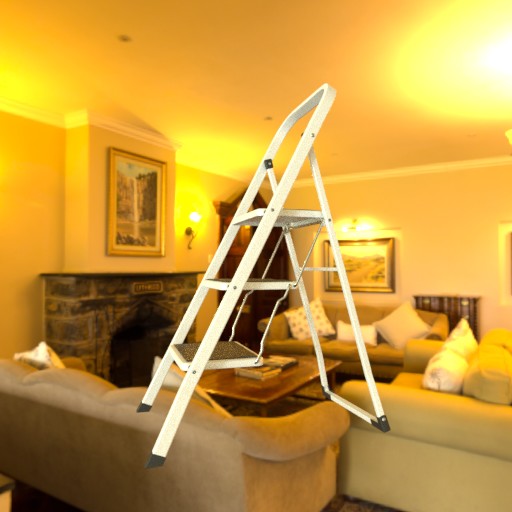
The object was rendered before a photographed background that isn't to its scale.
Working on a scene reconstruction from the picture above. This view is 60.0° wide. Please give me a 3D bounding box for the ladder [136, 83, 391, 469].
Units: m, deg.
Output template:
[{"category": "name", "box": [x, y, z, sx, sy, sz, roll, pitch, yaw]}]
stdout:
[{"category": "ladder", "box": [0.000, 0.000, 1.414, 0.711, 1.050, 0.460, 0, -2, -18]}]
